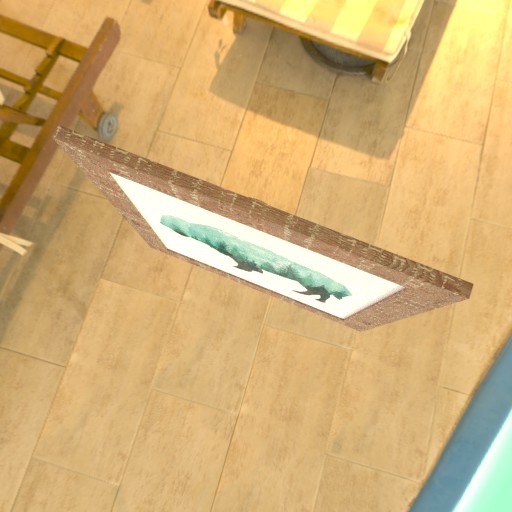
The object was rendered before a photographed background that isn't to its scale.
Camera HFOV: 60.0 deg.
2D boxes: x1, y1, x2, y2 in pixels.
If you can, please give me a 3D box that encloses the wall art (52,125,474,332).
[{"bbox_3d":[0.000,0.000,0.561,0.380,0.380,0.022,22,77,5],"label":"wall art"}]
